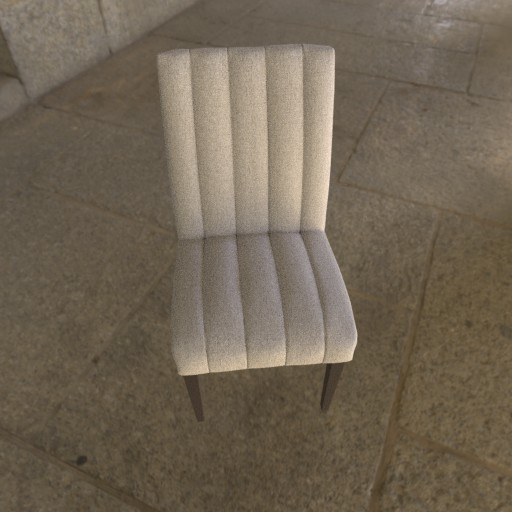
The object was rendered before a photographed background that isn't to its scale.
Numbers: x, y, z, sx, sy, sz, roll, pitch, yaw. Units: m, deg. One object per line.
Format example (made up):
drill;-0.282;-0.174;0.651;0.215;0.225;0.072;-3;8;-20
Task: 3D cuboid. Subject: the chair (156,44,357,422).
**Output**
chair;0.000;0.000;1.355;0.511;1.016;0.647;-4;47;-4
